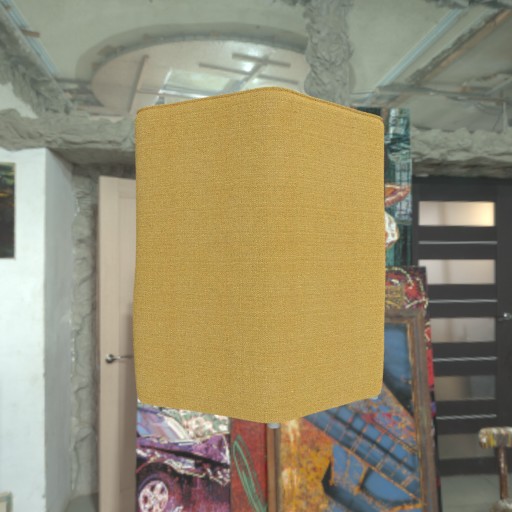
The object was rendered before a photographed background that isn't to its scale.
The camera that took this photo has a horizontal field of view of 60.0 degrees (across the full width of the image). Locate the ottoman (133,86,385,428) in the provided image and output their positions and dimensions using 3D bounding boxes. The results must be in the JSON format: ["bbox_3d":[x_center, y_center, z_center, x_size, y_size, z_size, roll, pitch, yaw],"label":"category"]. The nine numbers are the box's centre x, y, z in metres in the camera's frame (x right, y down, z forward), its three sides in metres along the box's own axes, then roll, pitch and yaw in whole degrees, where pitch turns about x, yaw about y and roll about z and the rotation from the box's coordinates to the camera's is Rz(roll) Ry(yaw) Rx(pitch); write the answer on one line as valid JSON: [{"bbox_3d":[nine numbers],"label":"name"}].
[{"bbox_3d":[0.000,0.000,0.874,0.494,0.502,0.443,0,-1,-37],"label":"ottoman"}]
